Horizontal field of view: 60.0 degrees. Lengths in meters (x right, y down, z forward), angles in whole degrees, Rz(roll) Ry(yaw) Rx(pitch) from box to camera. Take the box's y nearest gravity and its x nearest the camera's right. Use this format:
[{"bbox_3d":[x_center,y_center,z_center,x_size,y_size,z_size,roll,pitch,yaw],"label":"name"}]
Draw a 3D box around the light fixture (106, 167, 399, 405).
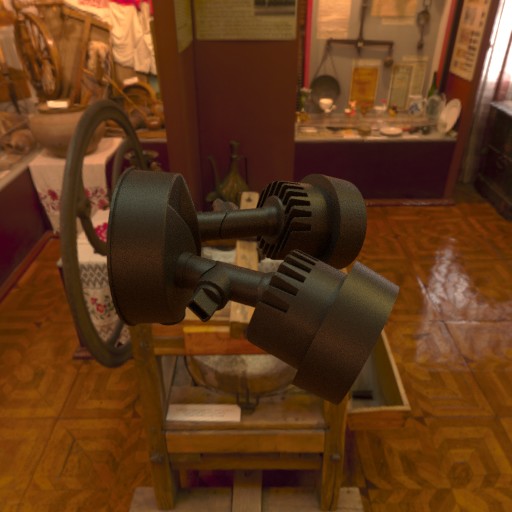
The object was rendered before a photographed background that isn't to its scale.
[{"bbox_3d":[0.000,0.000,0.308,0.168,0.120,0.213,1,32,2],"label":"light fixture"}]
